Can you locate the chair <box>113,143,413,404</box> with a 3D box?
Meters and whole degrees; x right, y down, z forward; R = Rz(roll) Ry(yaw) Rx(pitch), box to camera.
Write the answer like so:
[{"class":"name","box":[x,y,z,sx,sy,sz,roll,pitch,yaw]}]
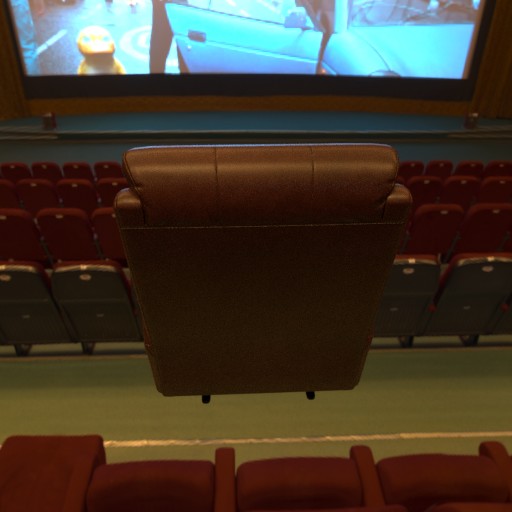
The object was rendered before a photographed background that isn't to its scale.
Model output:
[{"class":"chair","box":[0.000,0.000,1.642,0.787,1.016,0.939,-1,29,-2]}]
